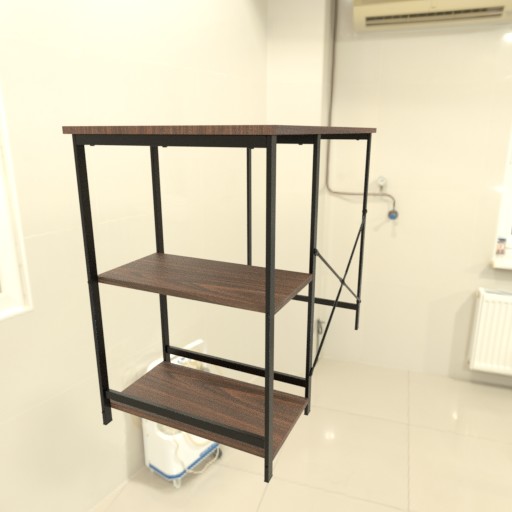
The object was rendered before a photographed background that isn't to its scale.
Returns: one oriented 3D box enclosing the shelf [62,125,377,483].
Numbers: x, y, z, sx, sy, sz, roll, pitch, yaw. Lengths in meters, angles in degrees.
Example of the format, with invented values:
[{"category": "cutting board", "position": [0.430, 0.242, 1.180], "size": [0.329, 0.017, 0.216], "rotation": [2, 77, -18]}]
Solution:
[{"category": "shelf", "position": [0.000, 0.000, 1.344], "size": [0.498, 0.750, 0.902], "rotation": [7, 17, 24]}]
